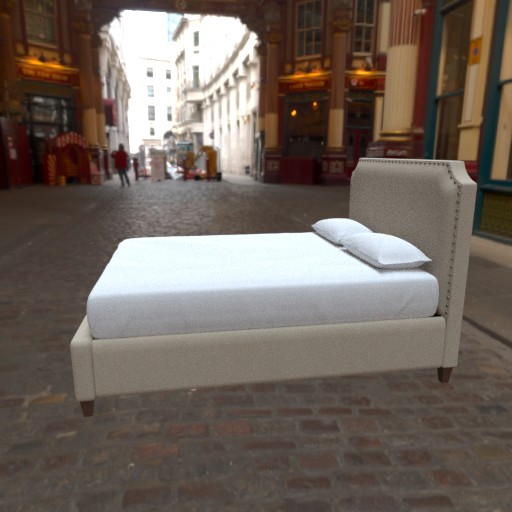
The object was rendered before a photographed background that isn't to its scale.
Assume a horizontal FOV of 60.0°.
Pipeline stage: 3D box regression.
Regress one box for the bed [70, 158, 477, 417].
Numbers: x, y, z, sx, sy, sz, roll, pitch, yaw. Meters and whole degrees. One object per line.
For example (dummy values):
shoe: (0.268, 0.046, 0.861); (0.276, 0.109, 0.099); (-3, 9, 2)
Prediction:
bed: (0.000, 0.000, 3.326); (2.329, 1.415, 1.703); (-2, 13, -10)
